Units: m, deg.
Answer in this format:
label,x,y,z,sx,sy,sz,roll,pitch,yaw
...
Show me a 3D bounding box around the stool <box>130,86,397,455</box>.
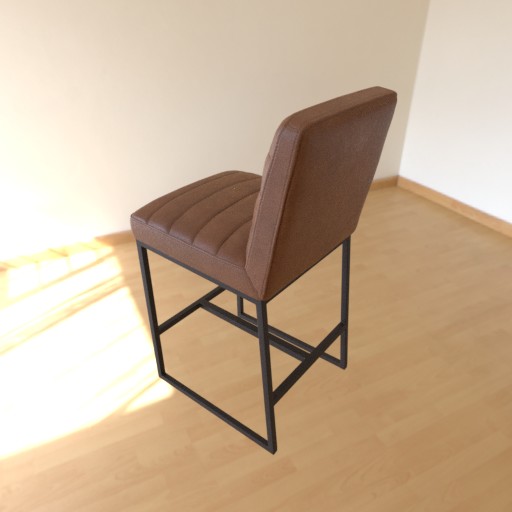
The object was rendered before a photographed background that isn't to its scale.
label,x,y,z,sx,sy,sz,roll,pitch,yaw
stool,0.000,0.000,1.290,0.556,0.940,0.458,22,37,32
